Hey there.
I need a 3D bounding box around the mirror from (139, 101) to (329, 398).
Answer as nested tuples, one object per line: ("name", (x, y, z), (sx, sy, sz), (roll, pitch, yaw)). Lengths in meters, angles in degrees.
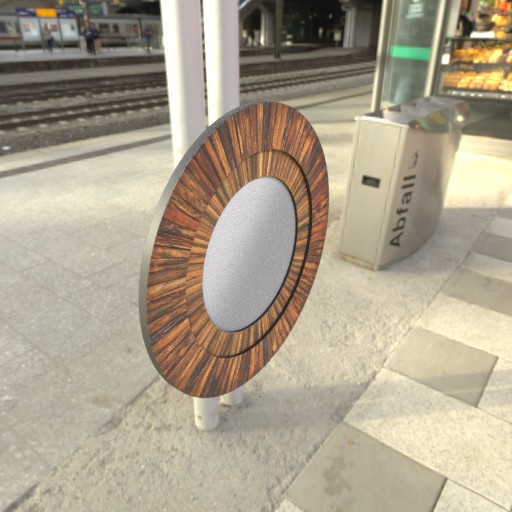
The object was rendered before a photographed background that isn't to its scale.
("mirror", (0.000, 0.000, 1.632), (0.036, 1.077, 1.077), (18, 32, 31))
